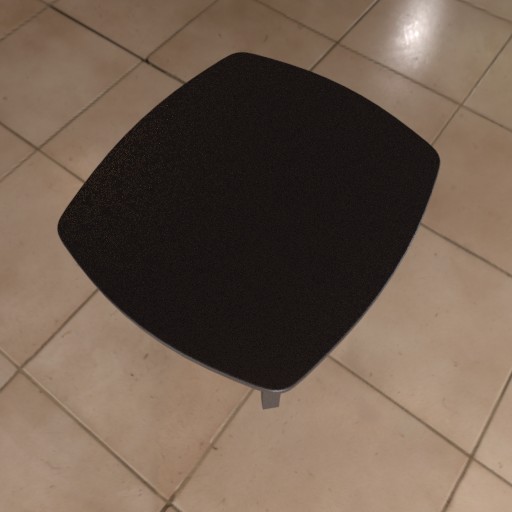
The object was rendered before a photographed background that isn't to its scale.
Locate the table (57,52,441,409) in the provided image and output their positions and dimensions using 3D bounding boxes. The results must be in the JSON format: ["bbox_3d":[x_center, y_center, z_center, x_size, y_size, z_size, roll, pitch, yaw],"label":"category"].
[{"bbox_3d":[0.000,0.000,0.856,0.457,0.457,0.508,33,69,14],"label":"table"}]
